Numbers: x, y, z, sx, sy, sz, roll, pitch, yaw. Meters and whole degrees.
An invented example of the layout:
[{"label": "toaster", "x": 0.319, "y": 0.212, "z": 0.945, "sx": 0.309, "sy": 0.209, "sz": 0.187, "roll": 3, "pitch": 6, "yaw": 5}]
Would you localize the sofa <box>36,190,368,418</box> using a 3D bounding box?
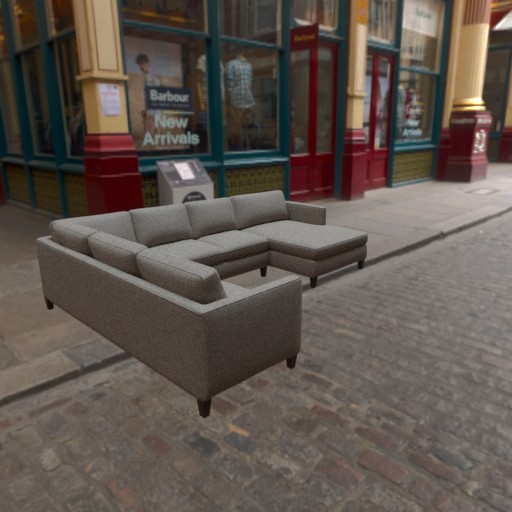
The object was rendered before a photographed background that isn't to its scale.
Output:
[{"label": "sofa", "x": 0.000, "y": 0.000, "z": 4.520, "sx": 2.551, "sy": 0.889, "sz": 3.403, "roll": 15, "pitch": 22, "yaw": 43}]
